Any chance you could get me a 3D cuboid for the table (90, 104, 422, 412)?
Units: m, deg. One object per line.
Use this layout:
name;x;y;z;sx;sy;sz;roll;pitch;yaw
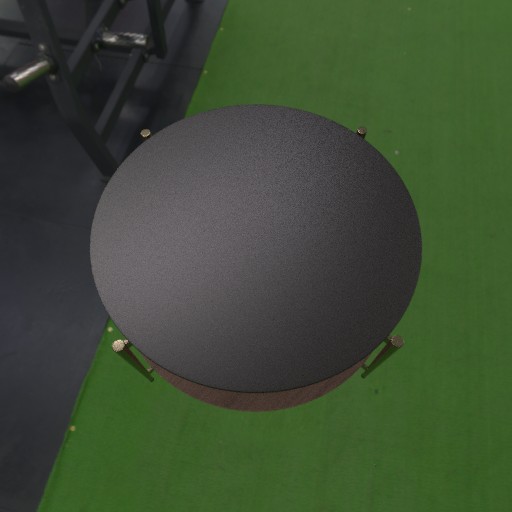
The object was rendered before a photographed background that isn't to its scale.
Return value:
table;0.000;0.000;1.446;0.938;0.400;0.938;13;63;6
